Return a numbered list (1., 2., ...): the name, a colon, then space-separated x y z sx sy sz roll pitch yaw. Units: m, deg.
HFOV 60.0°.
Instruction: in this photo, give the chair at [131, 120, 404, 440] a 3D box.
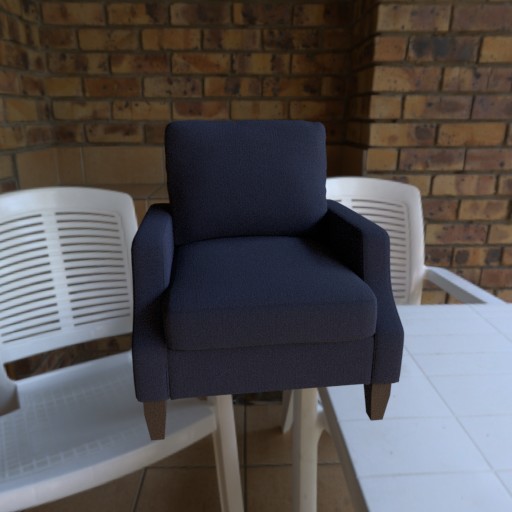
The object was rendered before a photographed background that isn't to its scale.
1. chair: 0.000 0.000 1.691 0.855 0.991 0.897 -2 18 -7
